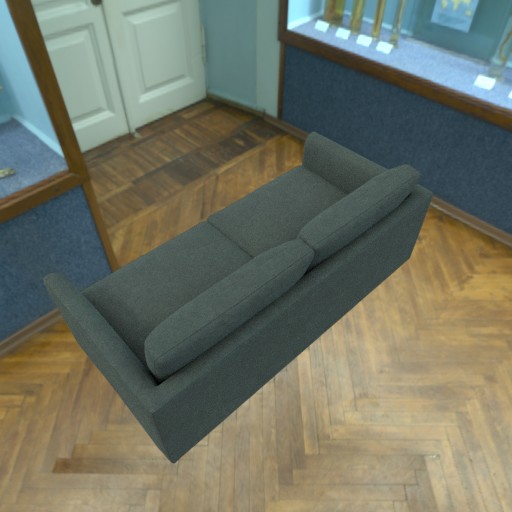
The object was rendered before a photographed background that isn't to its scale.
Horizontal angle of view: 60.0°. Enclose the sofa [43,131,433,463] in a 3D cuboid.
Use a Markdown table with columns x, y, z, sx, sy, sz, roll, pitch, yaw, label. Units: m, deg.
| x | y | z | sx | sy | sz | roll | pitch | yaw | label |
| --- | --- | --- | --- | --- | --- | --- | --- | --- | --- |
| 0.000 | 0.000 | 2.850 | 2.257 | 0.838 | 1.092 | -34 | 55 | -28 | sofa |
